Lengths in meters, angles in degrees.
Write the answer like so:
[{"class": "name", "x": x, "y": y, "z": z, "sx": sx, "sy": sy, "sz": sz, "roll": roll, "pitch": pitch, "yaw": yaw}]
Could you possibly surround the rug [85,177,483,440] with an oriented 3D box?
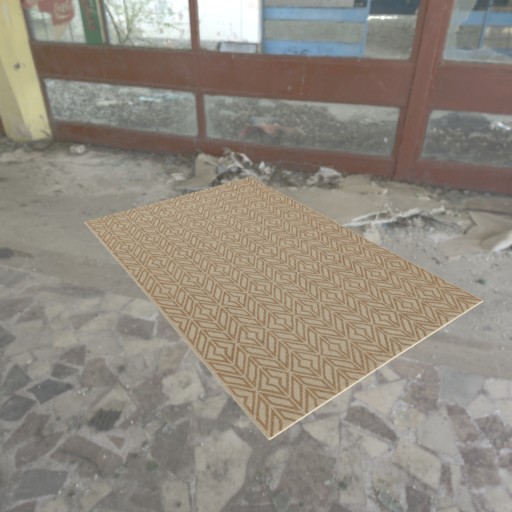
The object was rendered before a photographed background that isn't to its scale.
[{"class": "rug", "x": 0.000, "y": 0.000, "z": 2.331, "sx": 1.220, "sy": 0.007, "sz": 1.828, "roll": -21, "pitch": 38, "yaw": -30}]
